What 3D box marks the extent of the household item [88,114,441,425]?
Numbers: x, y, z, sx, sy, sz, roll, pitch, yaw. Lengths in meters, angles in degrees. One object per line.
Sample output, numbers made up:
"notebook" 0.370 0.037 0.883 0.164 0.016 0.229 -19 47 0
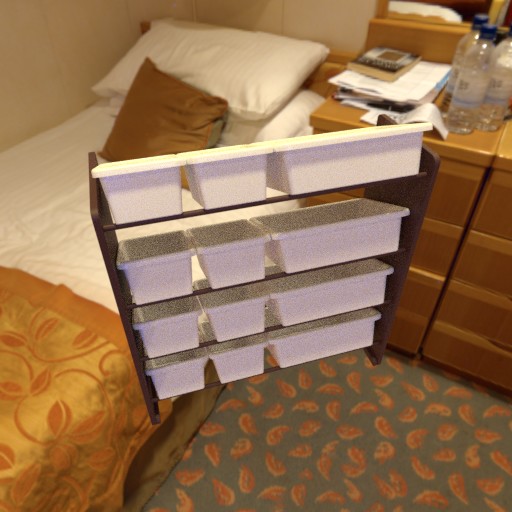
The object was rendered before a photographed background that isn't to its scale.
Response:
"household item" 0.000 0.000 1.310 0.787 0.864 0.389 -11 41 -13
